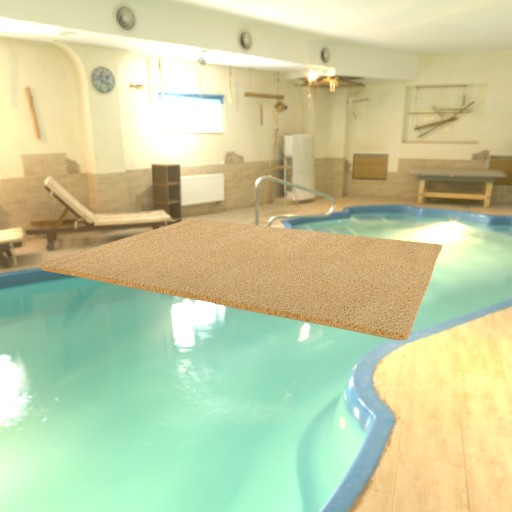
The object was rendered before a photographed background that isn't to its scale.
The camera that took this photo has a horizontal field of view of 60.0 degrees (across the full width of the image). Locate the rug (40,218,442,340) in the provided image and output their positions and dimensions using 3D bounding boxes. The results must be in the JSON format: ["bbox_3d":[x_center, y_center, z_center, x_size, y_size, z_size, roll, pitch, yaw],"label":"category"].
[{"bbox_3d":[0.000,0.000,2.163,1.600,0.025,1.199,8,18,25],"label":"rug"}]
